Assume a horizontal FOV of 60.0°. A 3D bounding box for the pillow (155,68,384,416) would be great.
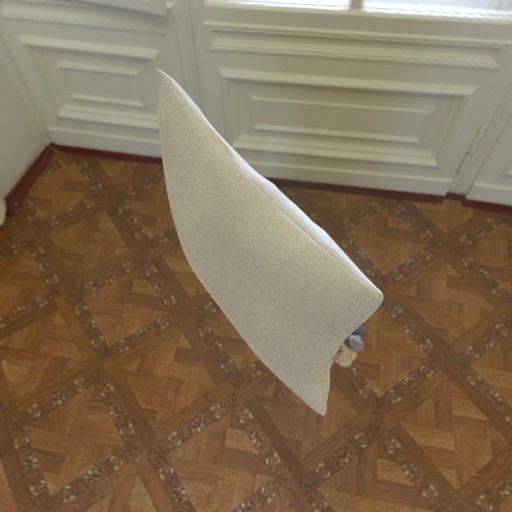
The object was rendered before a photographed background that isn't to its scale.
[{"bbox_3d":[0.000,0.000,0.752,0.165,0.481,0.489,-31,63,-18],"label":"pillow"}]
